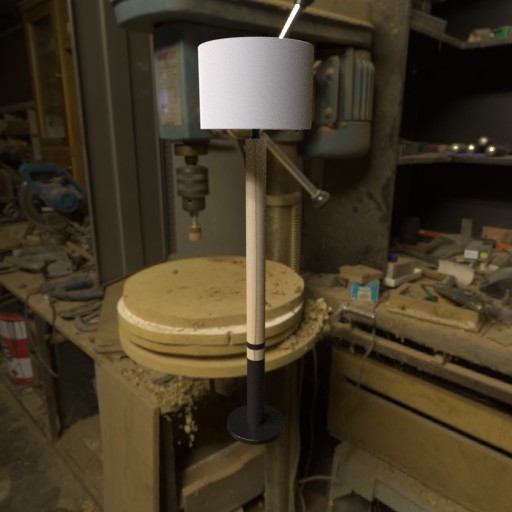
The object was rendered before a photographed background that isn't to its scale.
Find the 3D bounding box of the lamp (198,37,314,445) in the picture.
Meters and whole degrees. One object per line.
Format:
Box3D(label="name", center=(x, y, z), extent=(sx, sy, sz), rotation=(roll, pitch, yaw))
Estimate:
Box3D(label="lamp", center=(0.000, 0.000, 1.664), extent=(0.381, 1.478, 0.381), rotation=(-14, 21, -42))
